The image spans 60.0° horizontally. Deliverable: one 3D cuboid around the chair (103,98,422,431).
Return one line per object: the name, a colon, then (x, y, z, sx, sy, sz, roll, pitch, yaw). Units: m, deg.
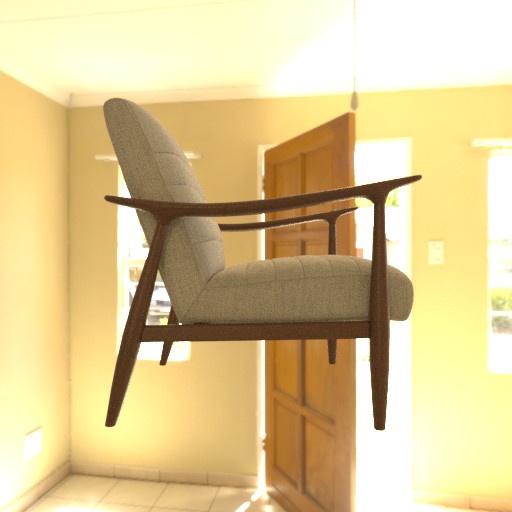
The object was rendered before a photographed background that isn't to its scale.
chair: (0.000, 0.000, 1.390, 0.798, 0.832, 0.741, 0, 0, 0)
